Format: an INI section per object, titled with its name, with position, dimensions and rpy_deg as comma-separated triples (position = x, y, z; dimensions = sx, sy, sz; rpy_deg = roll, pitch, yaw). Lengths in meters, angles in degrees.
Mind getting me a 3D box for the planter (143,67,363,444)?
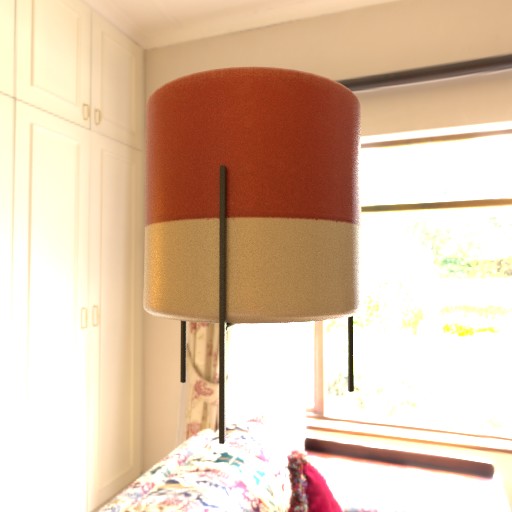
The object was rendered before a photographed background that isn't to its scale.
[planter]
position = 0.000, 0.000, 0.719
dimensions = 0.354, 0.465, 0.345
rpy_deg = 1, -2, -18
